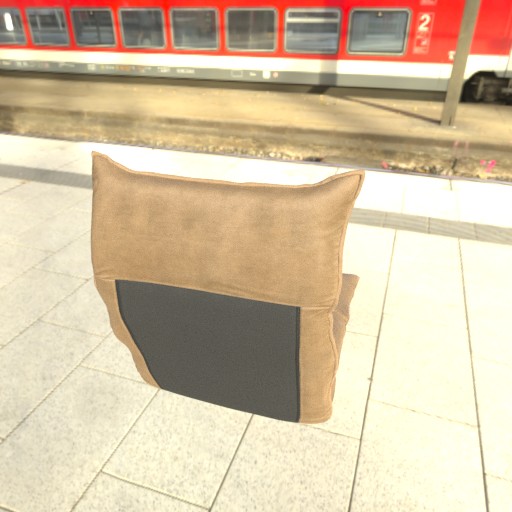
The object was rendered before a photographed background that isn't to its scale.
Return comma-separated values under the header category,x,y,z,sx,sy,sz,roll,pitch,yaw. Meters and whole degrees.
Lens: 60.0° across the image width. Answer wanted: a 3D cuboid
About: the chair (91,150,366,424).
category,x,y,z,sx,sy,sz,roll,pitch,yaw
chair,0.000,0.000,1.584,0.714,0.892,0.985,9,31,15
